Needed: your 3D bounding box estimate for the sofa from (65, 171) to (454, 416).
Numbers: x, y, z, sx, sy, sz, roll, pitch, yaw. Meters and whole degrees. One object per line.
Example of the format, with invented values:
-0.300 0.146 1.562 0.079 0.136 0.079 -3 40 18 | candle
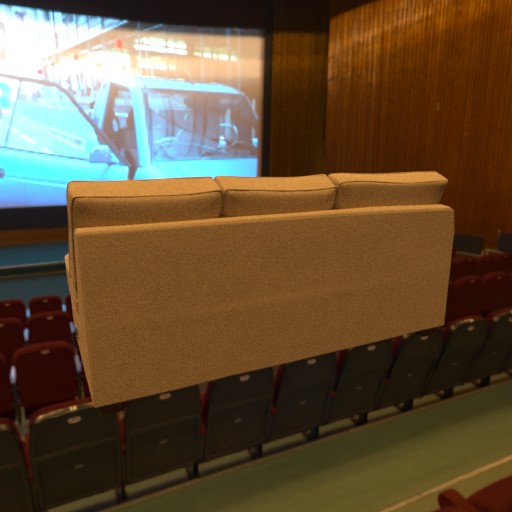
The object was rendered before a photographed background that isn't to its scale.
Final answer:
0.000 0.000 2.500 1.962 0.946 1.034 -7 15 -25 | sofa
